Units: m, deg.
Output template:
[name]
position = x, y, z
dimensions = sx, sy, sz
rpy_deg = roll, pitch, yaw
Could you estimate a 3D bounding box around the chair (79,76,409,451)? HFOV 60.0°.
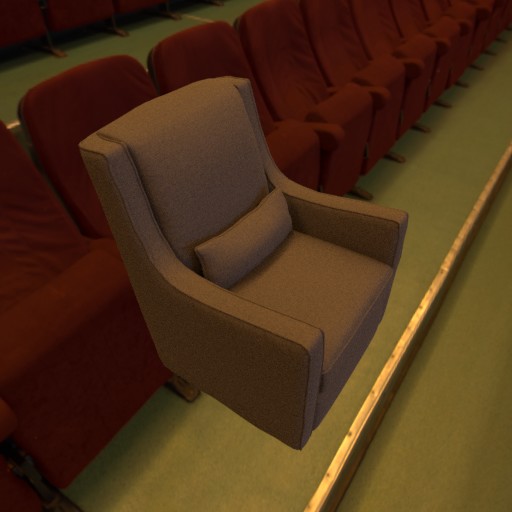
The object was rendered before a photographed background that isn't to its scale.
[chair]
position = 0.000, 0.000, 1.596
dimensions = 0.879, 0.993, 0.732
rpy_deg = 24, 47, 25
